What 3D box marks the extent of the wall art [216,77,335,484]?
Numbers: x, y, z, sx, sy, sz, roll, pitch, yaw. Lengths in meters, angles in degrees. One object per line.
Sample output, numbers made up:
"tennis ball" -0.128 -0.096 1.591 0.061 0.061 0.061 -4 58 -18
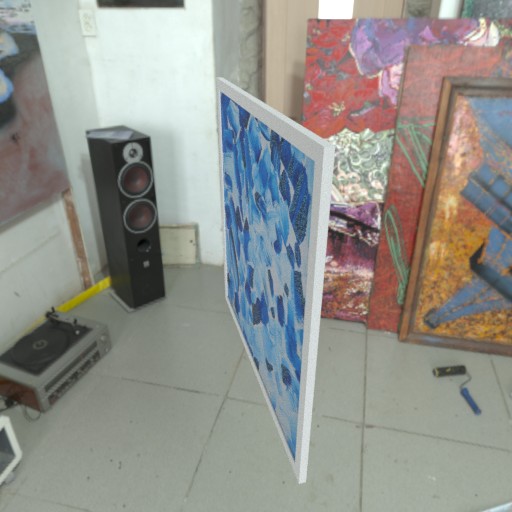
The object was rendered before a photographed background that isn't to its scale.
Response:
"wall art" 0.000 0.000 0.982 0.015 0.660 0.660 -8 30 -14
